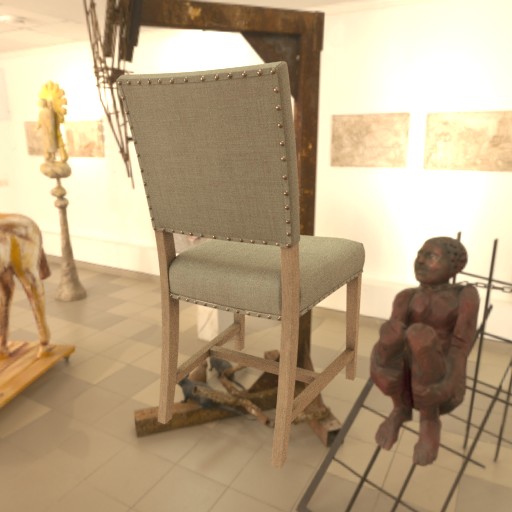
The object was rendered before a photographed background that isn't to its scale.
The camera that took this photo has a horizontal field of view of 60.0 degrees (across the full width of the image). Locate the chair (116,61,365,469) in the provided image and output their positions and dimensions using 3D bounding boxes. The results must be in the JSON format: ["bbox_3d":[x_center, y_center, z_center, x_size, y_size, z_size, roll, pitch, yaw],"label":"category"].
[{"bbox_3d":[0.000,0.000,1.335,0.508,0.986,0.622,8,17,28],"label":"chair"}]
